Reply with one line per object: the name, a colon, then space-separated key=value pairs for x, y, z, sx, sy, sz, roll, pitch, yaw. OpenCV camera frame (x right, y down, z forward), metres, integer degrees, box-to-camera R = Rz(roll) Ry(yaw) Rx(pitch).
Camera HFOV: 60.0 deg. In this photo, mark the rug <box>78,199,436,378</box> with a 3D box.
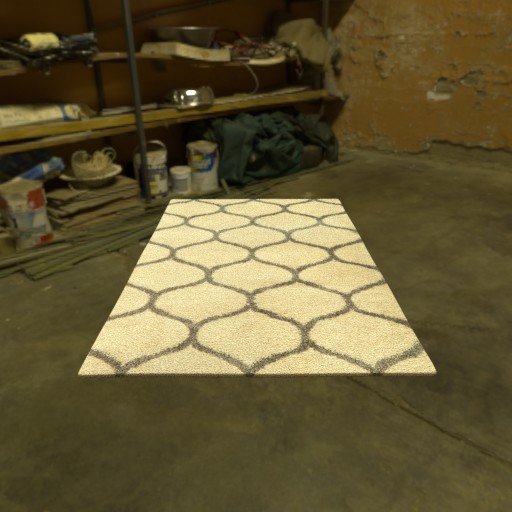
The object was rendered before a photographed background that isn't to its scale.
rug: x=0.000 y=0.000 z=2.900 sx=1.501 sy=0.024 sz=2.348 roll=0 pitch=25 yaw=0
